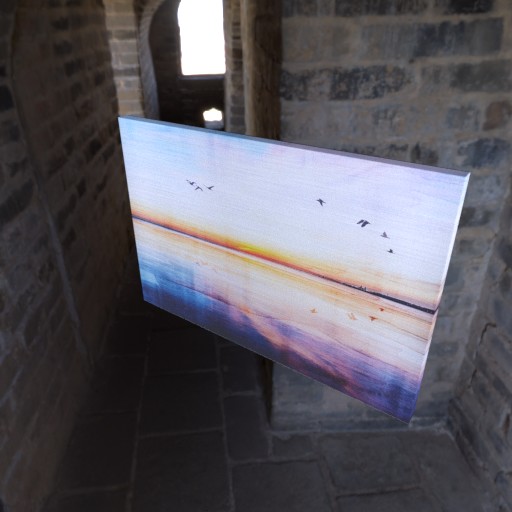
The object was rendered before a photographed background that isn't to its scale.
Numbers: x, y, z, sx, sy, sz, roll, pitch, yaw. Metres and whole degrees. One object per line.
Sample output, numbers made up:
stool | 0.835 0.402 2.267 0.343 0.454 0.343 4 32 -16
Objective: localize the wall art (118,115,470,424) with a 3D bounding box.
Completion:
wall art | 0.000 0.000 1.150 0.911 0.605 0.037 18 33 31
